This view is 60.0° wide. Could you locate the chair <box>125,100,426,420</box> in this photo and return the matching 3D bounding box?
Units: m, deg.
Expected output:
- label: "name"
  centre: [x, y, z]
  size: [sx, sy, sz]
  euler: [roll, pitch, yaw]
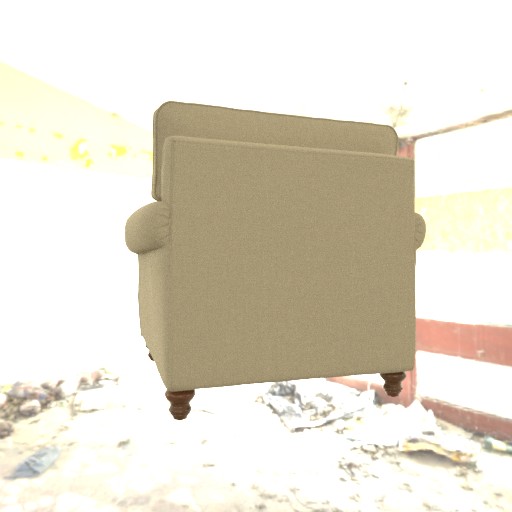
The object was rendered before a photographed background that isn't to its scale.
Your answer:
- label: "chair"
  centre: [0.000, 0.000, 1.795]
  size: [1.029, 0.967, 0.966]
  euler: [0, -1, -18]
